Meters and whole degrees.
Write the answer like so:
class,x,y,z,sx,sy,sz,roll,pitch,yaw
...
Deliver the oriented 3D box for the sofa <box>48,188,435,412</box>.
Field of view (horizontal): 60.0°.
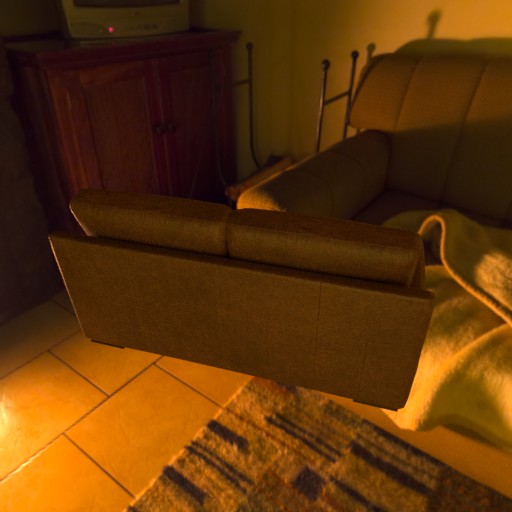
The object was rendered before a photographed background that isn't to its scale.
class,x,y,z,sx,sy,sz,roll,pitch,yaw
sofa,0.000,0.000,2.549,1.880,0.939,1.143,9,33,14
